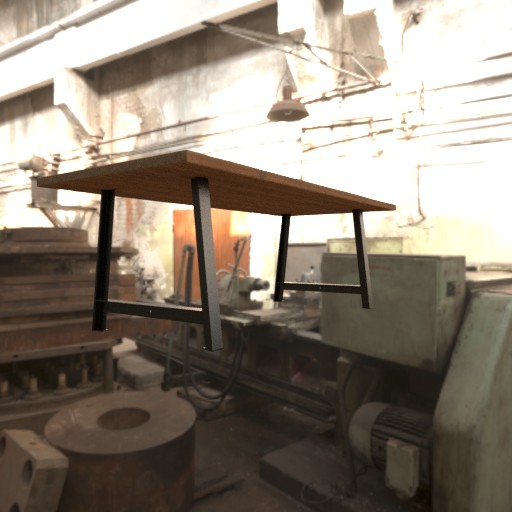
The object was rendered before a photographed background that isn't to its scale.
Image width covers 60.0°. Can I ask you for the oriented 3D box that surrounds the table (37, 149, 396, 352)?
[{"bbox_3d":[0.000,0.000,2.719,1.000,0.757,2.200,0,1,36],"label":"table"}]
